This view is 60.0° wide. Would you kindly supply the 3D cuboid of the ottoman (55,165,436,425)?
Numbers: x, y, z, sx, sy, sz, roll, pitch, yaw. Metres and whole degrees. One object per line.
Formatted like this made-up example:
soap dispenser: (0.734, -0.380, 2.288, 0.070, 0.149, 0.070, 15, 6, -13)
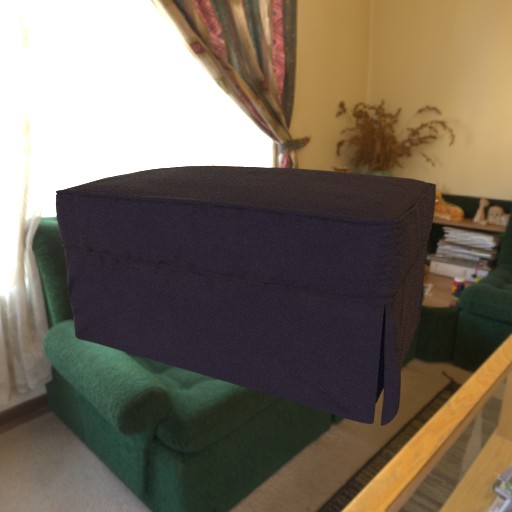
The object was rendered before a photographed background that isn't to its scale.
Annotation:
ottoman: (0.000, 0.000, 1.293, 0.938, 0.503, 0.637, 8, 18, 26)
